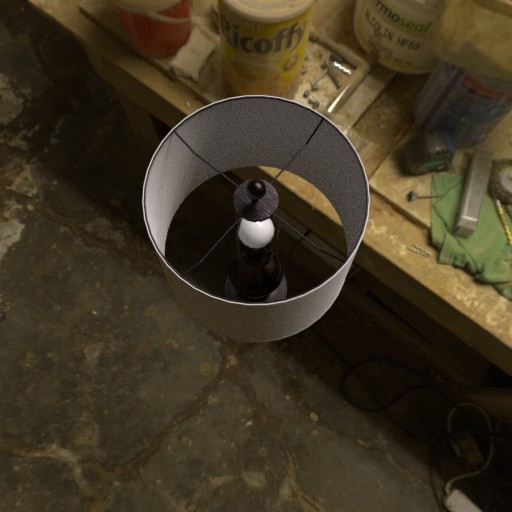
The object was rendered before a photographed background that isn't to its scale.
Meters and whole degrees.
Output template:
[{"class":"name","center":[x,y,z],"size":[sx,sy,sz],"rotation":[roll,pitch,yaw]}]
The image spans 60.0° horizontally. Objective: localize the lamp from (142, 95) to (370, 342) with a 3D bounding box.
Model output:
[{"class":"lamp","center":[0.000,0.000,0.971],"size":[0.383,0.726,0.383],"rotation":[0,74,0]}]
